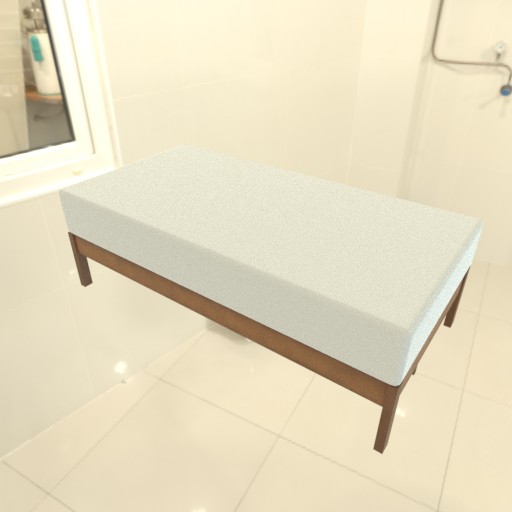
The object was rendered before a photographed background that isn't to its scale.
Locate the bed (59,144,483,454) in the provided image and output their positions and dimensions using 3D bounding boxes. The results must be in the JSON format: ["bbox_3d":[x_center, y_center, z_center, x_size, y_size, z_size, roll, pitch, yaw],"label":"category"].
[{"bbox_3d":[0.000,0.000,2.339,1.902,0.616,0.961,21,38,30],"label":"bed"}]
